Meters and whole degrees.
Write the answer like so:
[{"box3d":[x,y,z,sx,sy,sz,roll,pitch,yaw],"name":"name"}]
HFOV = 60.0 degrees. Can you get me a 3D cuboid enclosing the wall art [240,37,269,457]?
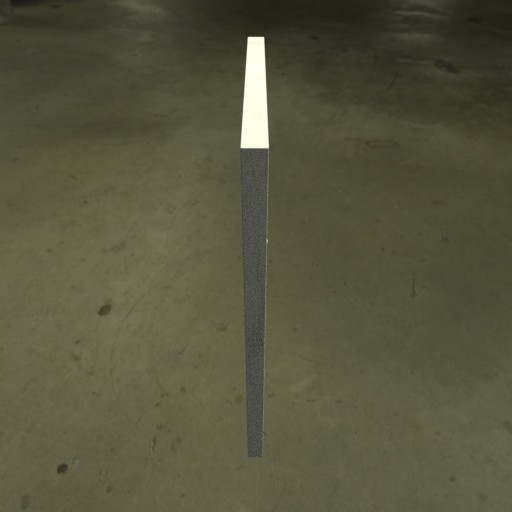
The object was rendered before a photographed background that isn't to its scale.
[{"box3d":[0.000,0.000,1.165,0.043,0.914,0.624,0,40,0],"name":"wall art"}]
